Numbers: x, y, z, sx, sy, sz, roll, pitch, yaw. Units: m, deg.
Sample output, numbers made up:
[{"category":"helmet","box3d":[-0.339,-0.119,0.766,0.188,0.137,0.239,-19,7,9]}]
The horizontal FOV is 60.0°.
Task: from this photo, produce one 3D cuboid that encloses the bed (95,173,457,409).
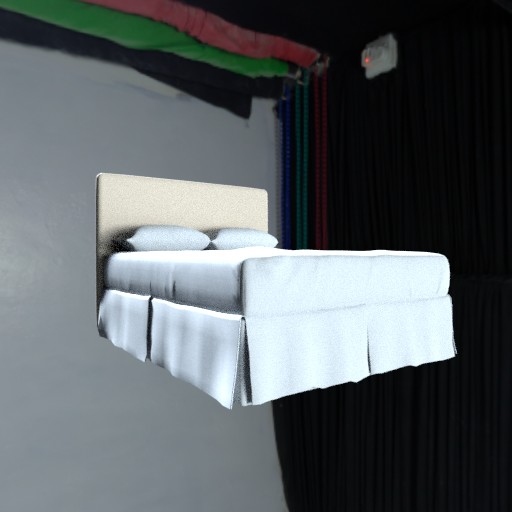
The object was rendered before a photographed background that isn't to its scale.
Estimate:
[{"category":"bed","box3d":[0.000,0.000,3.202,1.748,1.330,2.142,0,1,-36]}]
